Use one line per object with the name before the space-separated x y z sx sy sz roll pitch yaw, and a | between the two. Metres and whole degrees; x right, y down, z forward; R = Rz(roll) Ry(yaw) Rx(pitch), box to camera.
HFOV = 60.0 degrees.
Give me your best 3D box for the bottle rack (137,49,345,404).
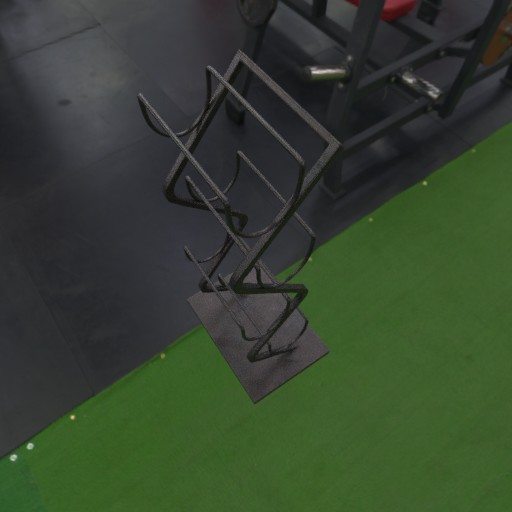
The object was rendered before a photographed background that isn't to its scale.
bottle rack | 0.000 0.000 0.669 0.178 0.559 0.254 -30 63 -17
